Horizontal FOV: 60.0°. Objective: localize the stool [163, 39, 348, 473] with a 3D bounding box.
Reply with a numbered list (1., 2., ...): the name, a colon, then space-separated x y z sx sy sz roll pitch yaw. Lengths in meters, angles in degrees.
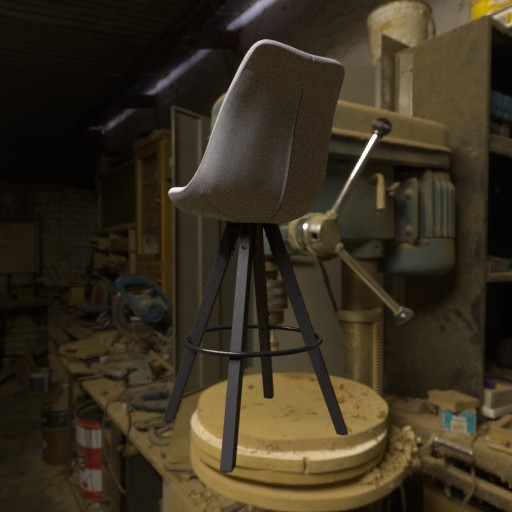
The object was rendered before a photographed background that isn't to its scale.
1. stool: 0.000 0.000 1.414 0.485 1.115 0.550 -1 1 -33
